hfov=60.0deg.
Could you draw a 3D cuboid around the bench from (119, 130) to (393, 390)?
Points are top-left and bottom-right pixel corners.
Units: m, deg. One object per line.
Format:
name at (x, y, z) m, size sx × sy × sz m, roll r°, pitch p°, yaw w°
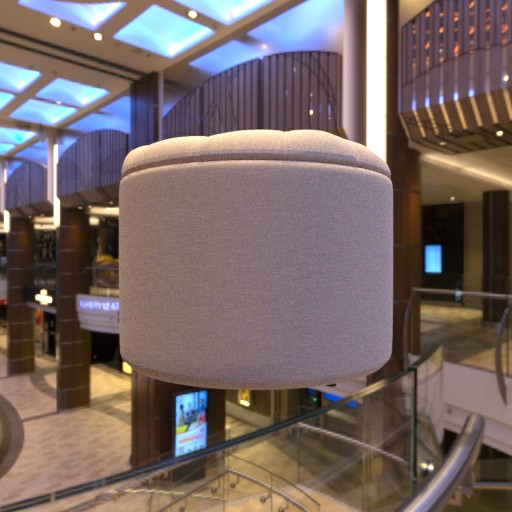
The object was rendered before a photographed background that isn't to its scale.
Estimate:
bench at (0.000, 0.000, 1.016) m, size 0.600 × 0.454 × 0.600 m, roll 0°, pitch 0°, yaw 0°
